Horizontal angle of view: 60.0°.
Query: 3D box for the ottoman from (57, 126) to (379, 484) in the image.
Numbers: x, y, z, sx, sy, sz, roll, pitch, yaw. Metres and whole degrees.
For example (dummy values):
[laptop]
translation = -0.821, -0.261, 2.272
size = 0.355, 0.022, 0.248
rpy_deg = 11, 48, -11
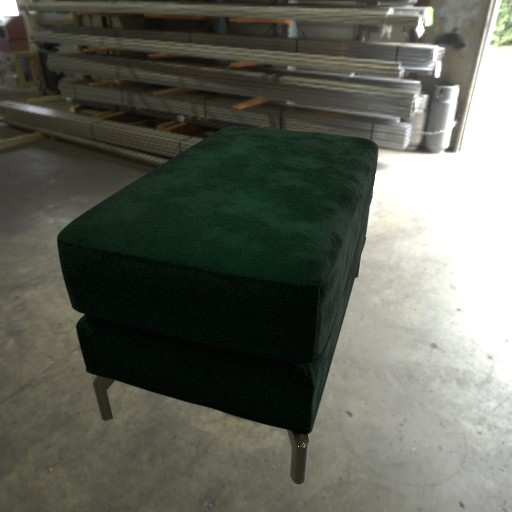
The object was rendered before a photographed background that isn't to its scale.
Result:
[ottoman]
translation = 0.000, 0.000, 1.222
size = 0.536, 0.533, 0.886
rpy_deg = 10, 31, 16
